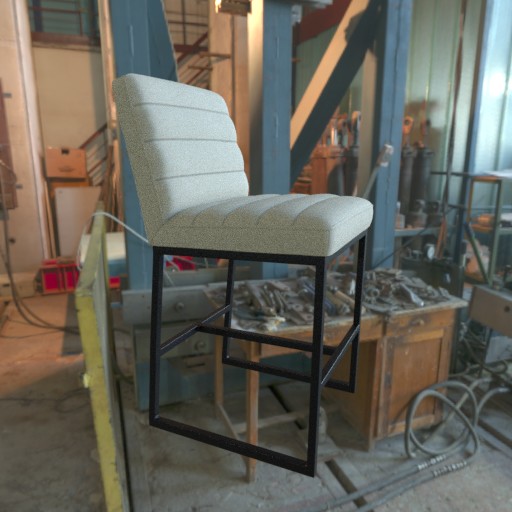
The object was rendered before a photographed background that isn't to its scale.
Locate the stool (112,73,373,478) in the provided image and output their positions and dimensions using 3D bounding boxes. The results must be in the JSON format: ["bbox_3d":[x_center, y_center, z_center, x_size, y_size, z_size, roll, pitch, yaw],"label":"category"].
[{"bbox_3d":[0.000,0.000,1.242,0.560,0.940,0.460,6,15,24],"label":"stool"}]
